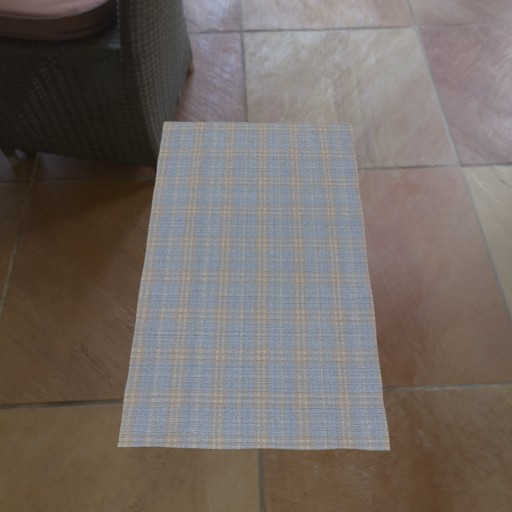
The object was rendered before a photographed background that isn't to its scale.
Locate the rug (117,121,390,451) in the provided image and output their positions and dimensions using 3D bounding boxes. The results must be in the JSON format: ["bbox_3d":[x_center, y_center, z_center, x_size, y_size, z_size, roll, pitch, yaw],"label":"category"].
[{"bbox_3d":[0.000,0.000,3.056,1.545,0.016,2.460,1,63,0],"label":"rug"}]
